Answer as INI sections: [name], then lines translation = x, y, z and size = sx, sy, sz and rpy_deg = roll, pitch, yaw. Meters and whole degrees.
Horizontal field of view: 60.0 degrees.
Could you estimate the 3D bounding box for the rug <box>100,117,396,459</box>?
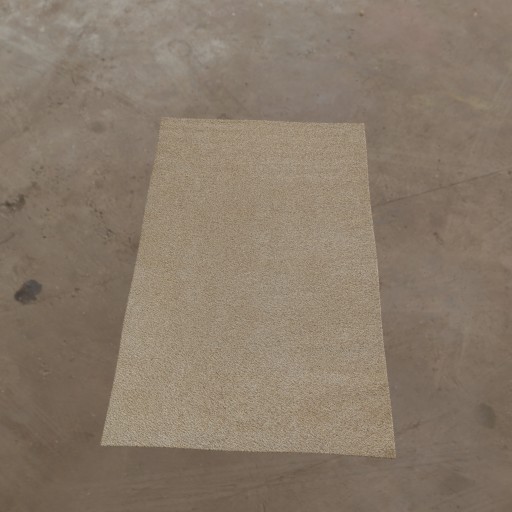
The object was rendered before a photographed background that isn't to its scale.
[rug]
translation = 0.000, 0.000, 3.319
size = 1.800, 0.025, 2.699
rpy_deg = 2, 63, 1
